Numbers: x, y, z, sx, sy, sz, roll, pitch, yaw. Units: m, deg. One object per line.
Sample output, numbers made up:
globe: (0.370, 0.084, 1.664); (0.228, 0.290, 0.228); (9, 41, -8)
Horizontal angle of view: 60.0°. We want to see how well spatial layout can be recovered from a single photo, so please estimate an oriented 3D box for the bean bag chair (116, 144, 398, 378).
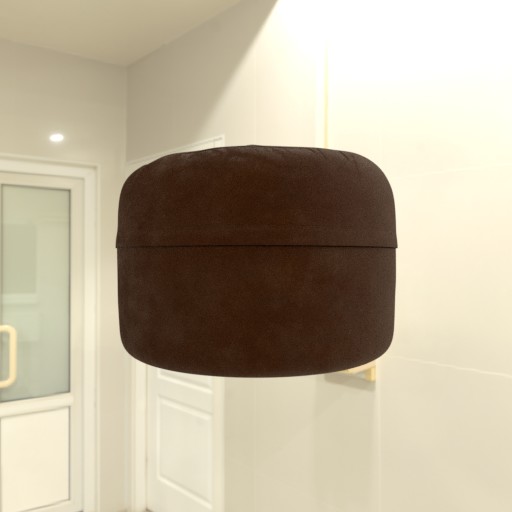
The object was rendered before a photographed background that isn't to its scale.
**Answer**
bean bag chair: (0.000, 0.000, 1.511); (0.918, 0.616, 0.918); (0, 0, 0)
